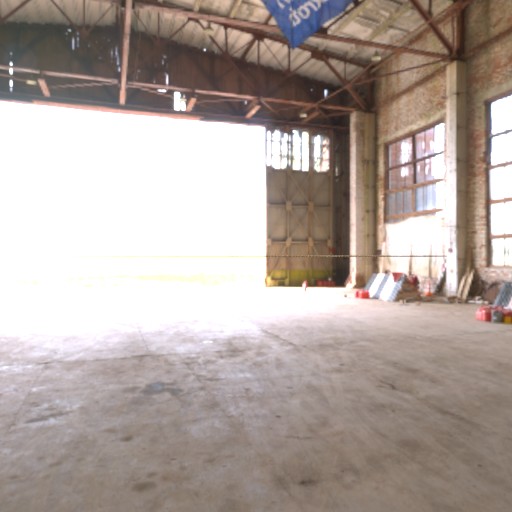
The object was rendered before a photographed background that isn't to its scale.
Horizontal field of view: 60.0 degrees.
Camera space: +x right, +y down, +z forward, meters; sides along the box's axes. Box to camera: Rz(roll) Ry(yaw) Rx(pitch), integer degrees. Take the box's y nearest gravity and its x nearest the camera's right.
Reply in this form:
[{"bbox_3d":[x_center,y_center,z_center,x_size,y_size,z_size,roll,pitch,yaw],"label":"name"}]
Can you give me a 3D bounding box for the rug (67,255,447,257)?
[{"bbox_3d":[0.000,0.000,2.996,2.432,0.006,1.520,0,0,1],"label":"rug"}]
